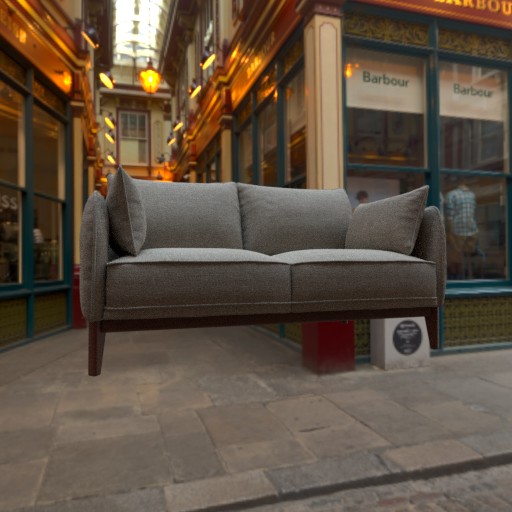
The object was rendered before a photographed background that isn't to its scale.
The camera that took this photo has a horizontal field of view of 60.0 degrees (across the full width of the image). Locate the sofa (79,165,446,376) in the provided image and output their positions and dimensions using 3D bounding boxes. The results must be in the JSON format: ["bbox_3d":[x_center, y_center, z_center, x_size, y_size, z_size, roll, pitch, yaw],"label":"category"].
[{"bbox_3d":[0.000,0.000,2.161,1.580,0.851,0.972,0,0,-18],"label":"sofa"}]
